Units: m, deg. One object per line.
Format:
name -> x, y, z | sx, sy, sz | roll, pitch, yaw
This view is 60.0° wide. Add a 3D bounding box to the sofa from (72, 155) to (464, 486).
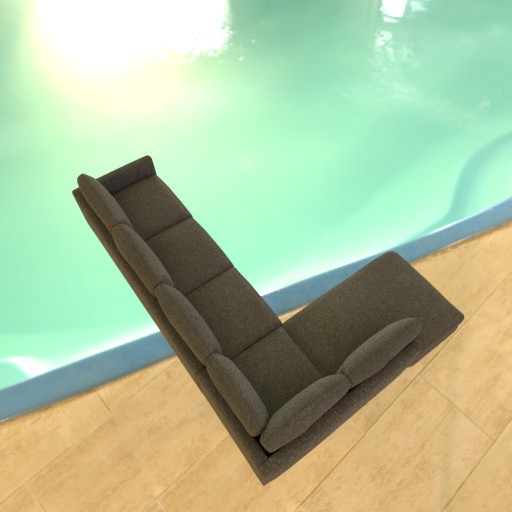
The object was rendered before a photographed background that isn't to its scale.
sofa -> 0.000, 0.000, 3.832 | 2.007, 0.815, 2.949 | -32, 62, -19
